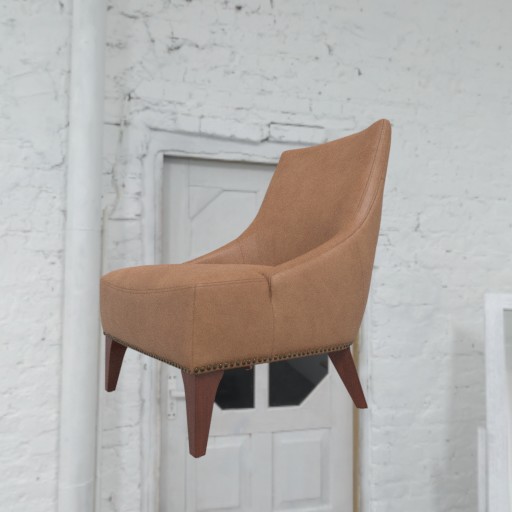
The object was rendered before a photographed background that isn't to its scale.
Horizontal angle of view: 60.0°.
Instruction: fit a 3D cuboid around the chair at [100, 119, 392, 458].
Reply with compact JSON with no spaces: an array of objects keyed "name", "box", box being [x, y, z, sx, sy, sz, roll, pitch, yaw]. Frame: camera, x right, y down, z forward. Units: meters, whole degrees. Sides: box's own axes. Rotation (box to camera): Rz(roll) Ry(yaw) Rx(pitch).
[{"name":"chair","box":[0.000,0.000,1.465,0.861,0.909,0.701,1,-1,-36]}]
